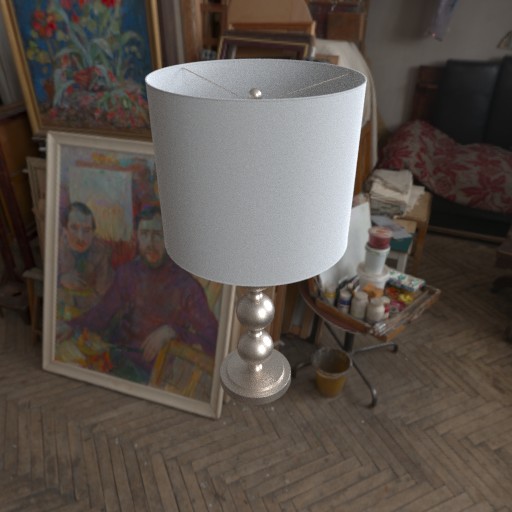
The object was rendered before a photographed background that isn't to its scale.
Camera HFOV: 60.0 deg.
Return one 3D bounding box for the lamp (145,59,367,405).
[{"bbox_3d":[0.000,0.000,0.701,0.277,0.538,0.277,-10,33,-15],"label":"lamp"}]
